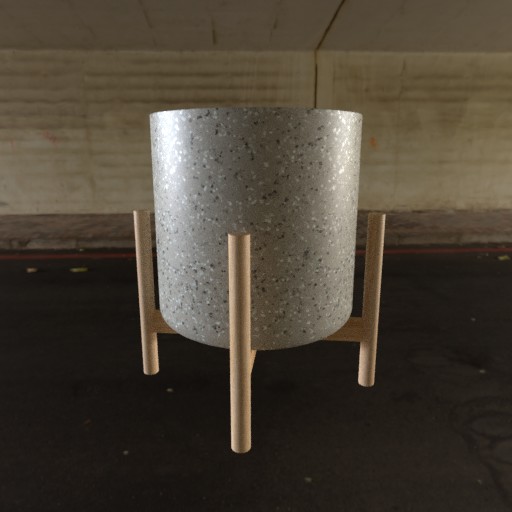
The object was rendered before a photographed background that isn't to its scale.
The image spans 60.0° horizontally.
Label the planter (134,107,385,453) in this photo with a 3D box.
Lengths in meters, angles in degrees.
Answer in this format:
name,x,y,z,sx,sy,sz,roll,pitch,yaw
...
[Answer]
name,x,y,z,sx,sy,sz,roll,pitch,yaw
planter,0.000,0.000,0.697,0.360,0.419,0.360,7,15,28
